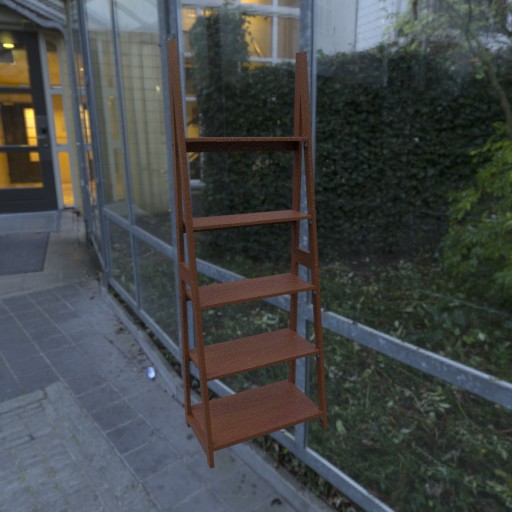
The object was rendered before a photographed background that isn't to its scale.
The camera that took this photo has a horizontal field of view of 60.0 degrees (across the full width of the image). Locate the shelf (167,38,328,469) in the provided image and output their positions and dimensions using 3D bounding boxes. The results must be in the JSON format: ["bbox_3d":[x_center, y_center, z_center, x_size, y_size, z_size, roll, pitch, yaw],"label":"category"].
[{"bbox_3d":[0.000,0.000,2.001,0.630,1.780,0.356,-7,17,-25],"label":"shelf"}]
